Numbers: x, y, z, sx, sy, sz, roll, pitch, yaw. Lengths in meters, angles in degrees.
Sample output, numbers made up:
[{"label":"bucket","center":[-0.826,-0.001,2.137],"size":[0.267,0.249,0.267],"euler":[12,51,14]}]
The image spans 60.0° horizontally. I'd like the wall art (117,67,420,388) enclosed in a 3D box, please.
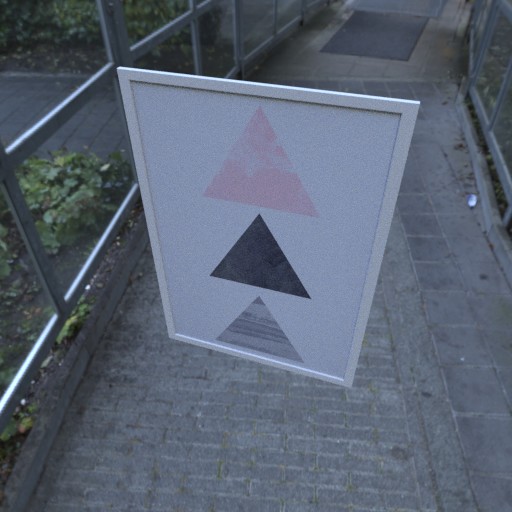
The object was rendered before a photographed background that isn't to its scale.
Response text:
[{"label":"wall art","center":[0.000,0.000,1.227],"size":[0.659,0.940,0.013],"euler":[12,42,14]}]
